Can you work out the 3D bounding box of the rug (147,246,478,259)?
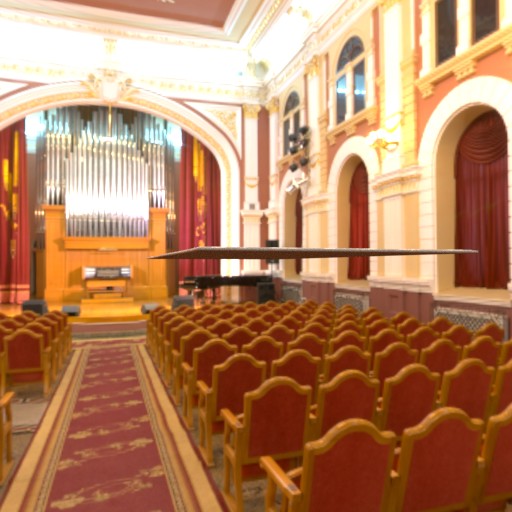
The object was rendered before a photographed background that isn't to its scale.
[{"bbox_3d":[0.000,0.000,1.430,0.604,0.007,1.219,0,-1,-18],"label":"rug"}]
